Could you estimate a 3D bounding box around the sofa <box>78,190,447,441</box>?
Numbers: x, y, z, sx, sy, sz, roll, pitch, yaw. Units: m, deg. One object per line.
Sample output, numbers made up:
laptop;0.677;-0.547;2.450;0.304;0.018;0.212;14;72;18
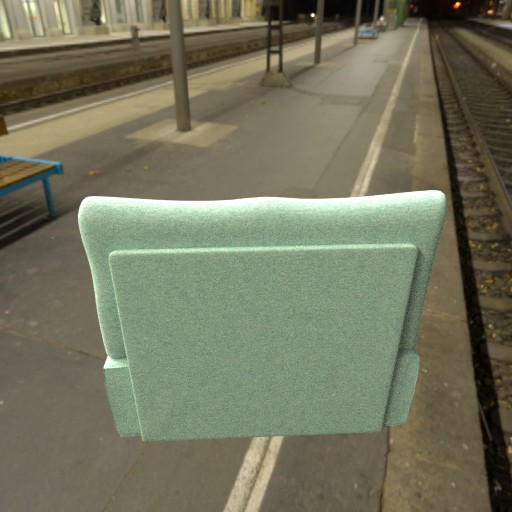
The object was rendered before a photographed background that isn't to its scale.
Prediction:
sofa;0.000;0.000;1.655;0.930;0.820;1.000;-1;29;-2
